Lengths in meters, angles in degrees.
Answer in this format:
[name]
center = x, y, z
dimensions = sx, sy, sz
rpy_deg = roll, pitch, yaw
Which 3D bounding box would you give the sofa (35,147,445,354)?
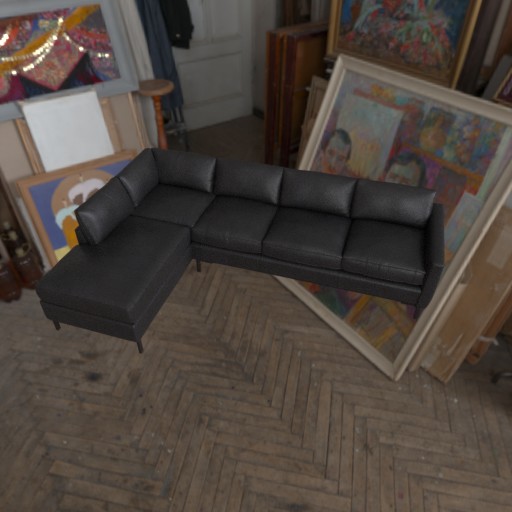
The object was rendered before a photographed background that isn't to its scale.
[sofa]
center = 0.000, 0.000, 3.780
dimensions = 2.984, 0.877, 1.938
rpy_deg = 11, 41, 13
